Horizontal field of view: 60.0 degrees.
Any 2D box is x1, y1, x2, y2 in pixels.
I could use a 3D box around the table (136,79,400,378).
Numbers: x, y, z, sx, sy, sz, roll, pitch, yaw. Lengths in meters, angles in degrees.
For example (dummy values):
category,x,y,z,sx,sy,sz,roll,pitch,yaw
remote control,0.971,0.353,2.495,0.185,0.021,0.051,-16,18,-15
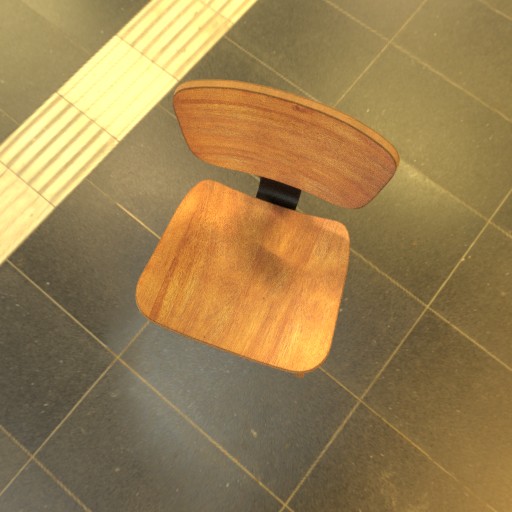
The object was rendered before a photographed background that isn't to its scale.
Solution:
category,x,y,z,sx,sy,sz,roll,pitch,yaw
table,0.000,0.000,1.129,0.499,0.805,0.500,19,77,5
